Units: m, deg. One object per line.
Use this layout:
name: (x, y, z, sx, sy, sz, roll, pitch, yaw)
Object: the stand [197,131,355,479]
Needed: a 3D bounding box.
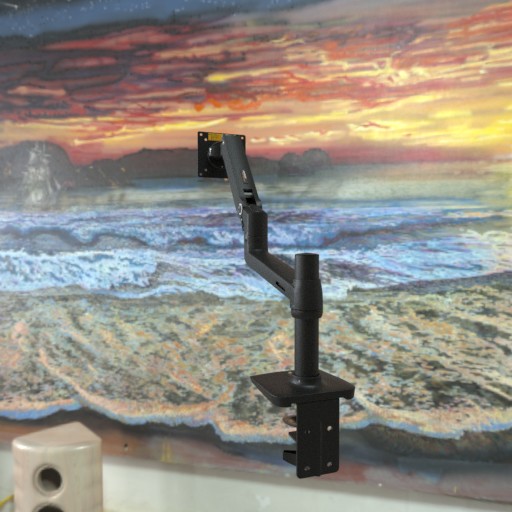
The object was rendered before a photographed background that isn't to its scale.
stand: (0.000, 0.000, 1.022, 0.152, 0.713, 0.650, -1, 2, -19)
